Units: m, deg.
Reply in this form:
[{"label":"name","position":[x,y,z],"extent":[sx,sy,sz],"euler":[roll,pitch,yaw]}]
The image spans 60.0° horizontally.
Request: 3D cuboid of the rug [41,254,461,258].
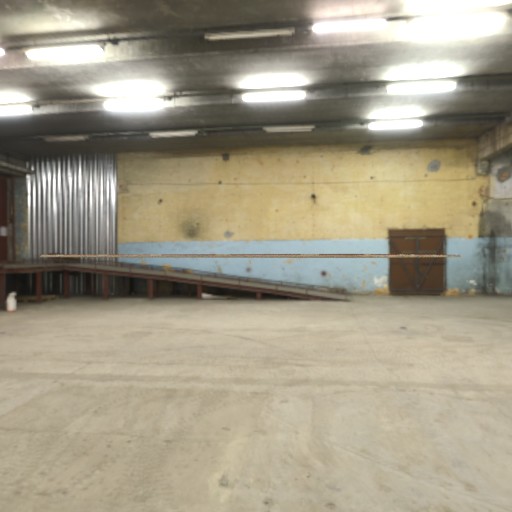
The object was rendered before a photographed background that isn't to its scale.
[{"label":"rug","position":[0.000,0.000,4.119],"extent":[3.049,0.021,2.466],"euler":[0,0,36]}]
